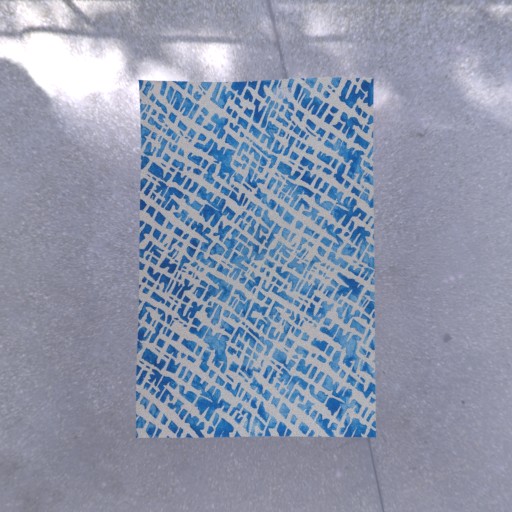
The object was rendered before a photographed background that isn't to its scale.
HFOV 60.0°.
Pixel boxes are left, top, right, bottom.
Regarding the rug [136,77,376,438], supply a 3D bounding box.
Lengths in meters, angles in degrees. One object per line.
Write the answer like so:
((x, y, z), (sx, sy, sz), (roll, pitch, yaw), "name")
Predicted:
((0.000, 0.000, 2.253), (1.209, 0.011, 1.830), (0, 89, 0), "rug")
